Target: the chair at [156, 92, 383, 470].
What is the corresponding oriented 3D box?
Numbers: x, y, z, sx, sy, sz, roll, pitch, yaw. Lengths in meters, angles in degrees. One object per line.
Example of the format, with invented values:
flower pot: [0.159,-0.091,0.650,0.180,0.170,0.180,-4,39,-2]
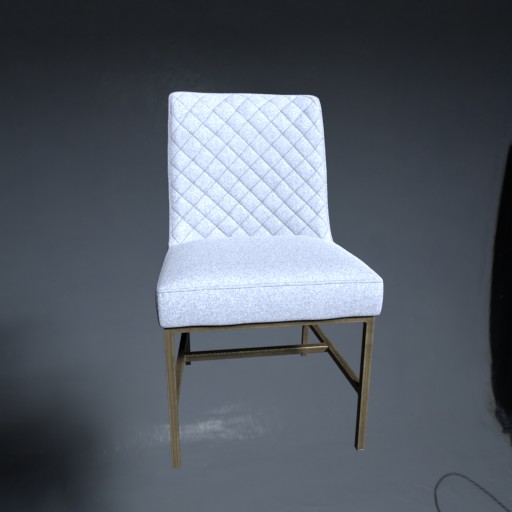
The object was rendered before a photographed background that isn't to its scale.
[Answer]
chair: [0.000,0.000,1.225,0.508,0.889,0.587,-2,16,-8]
